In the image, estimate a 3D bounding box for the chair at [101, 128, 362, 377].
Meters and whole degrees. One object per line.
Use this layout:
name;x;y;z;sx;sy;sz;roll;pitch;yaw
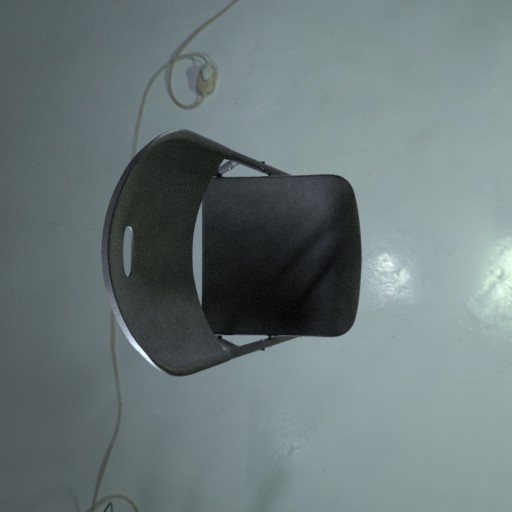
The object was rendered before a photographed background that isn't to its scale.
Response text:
chair;0.000;0.000;1.204;0.566;0.810;0.494;0;89;0
